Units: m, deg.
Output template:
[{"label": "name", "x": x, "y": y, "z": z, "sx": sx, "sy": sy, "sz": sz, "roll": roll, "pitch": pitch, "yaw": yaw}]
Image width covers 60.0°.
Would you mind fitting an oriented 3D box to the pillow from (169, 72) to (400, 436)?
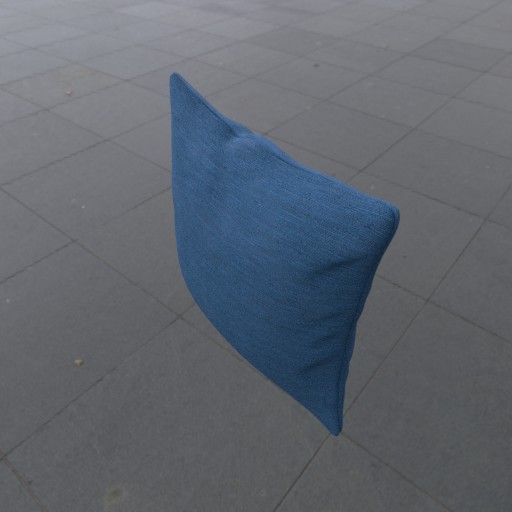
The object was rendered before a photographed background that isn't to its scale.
[{"label": "pillow", "x": 0.000, "y": 0.000, "z": 0.664, "sx": 0.177, "sy": 0.420, "sz": 0.437, "roll": -25, "pitch": 47, "yaw": -26}]
